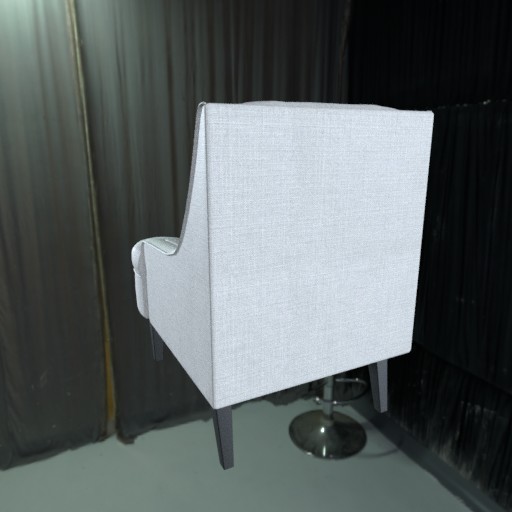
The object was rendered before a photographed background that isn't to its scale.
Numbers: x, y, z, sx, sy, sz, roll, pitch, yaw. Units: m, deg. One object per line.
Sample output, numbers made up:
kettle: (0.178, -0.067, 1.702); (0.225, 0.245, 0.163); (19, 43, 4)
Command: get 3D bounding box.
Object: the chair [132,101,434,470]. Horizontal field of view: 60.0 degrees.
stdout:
chair: (0.000, 0.000, 1.428); (0.658, 0.891, 0.772); (-8, 17, -27)
